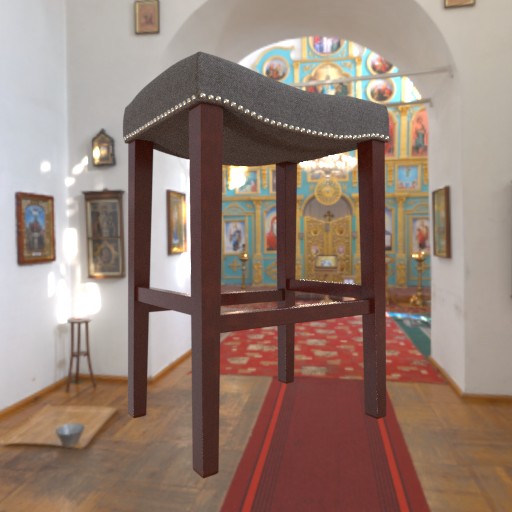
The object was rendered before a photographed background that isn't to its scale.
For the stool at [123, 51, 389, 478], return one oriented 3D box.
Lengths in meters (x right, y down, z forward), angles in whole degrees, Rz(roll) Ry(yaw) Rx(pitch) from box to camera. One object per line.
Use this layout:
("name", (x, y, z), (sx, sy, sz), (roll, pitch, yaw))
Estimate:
("stool", (0.000, 0.000, 1.024), (0.504, 0.742, 0.372), (-1, 1, -36))
